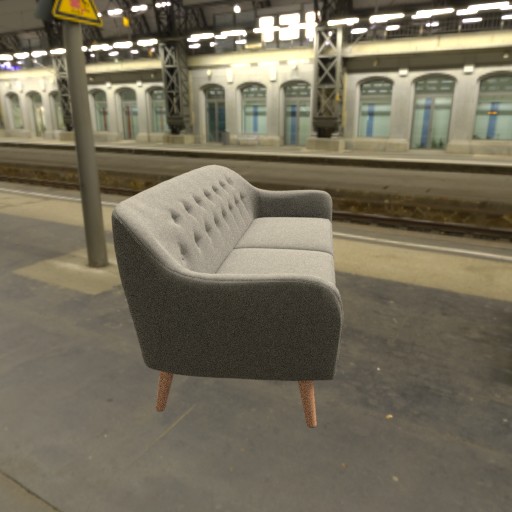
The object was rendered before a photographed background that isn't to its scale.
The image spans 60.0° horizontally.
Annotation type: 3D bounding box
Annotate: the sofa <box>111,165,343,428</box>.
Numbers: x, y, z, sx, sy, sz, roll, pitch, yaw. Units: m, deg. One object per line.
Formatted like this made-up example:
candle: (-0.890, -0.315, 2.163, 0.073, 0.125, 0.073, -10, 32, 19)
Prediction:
sofa: (0.000, 0.000, 2.296, 0.820, 0.820, 1.840, 3, 18, 8)
